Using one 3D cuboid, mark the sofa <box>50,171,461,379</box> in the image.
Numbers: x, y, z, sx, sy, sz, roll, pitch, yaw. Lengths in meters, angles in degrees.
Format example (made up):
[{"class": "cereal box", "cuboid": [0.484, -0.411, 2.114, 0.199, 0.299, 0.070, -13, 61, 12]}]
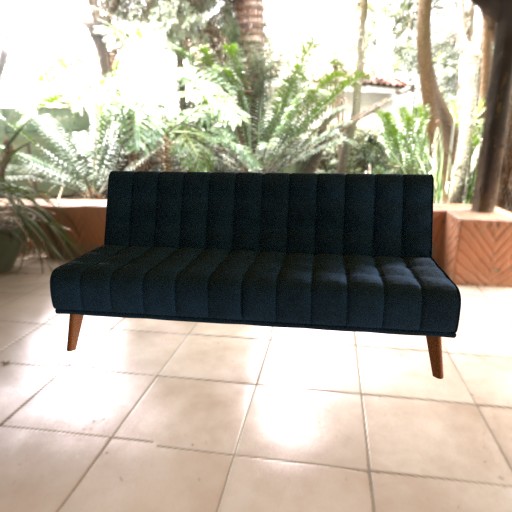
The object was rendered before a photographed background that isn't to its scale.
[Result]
[{"class": "sofa", "cuboid": [0.000, 0.000, 2.304, 1.804, 0.813, 0.855, 2, 15, 8]}]
